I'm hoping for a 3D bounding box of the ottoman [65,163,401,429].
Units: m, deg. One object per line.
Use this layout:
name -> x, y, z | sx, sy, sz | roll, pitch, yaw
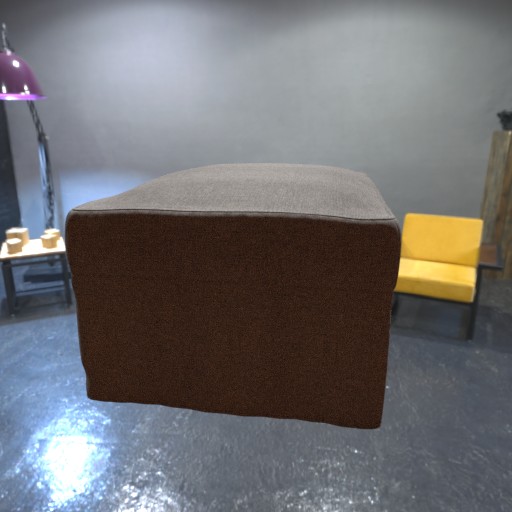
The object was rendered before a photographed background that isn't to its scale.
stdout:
ottoman -> 0.000, 0.000, 1.244 | 0.652, 0.492, 0.833 | 3, 17, 9
